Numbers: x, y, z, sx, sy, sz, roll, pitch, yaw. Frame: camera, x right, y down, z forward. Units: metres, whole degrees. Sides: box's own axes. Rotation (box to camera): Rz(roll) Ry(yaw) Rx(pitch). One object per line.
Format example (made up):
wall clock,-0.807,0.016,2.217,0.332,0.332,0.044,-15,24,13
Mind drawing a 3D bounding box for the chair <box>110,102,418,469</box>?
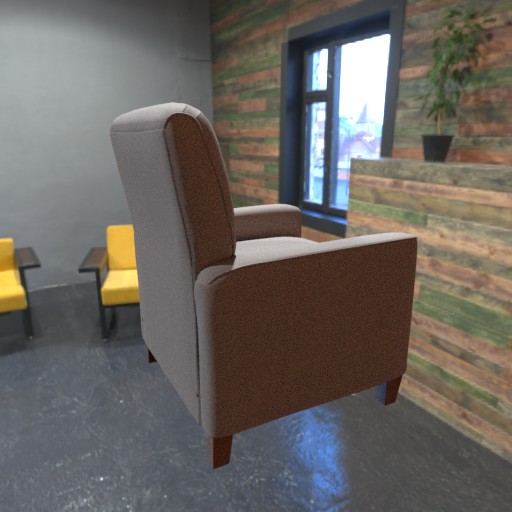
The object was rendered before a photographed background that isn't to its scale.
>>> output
chair,0.000,0.000,1.628,0.859,1.023,0.845,-8,17,-27
